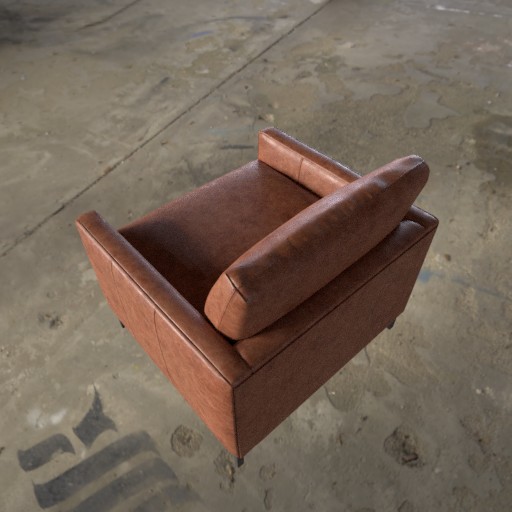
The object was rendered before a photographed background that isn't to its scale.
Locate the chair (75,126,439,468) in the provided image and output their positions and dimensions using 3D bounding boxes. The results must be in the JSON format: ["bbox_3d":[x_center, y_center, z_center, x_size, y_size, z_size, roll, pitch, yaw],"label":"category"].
[{"bbox_3d":[0.000,0.000,1.646,0.967,0.869,0.862,-33,54,-28],"label":"chair"}]
